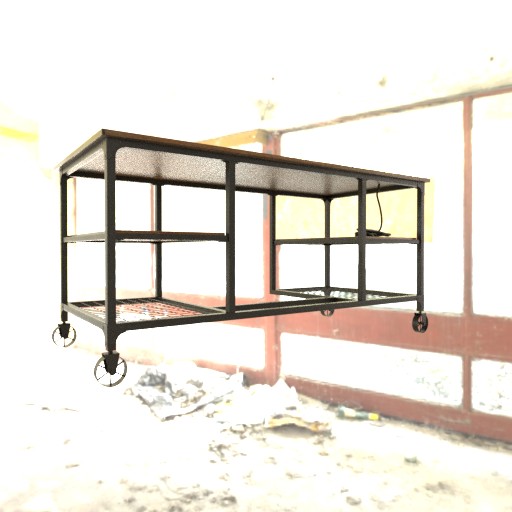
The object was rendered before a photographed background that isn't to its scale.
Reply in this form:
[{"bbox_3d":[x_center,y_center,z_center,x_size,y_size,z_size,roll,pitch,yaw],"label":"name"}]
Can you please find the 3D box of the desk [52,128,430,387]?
[{"bbox_3d":[0.000,0.000,2.001,1.590,0.751,0.711,0,1,-35],"label":"desk"}]
